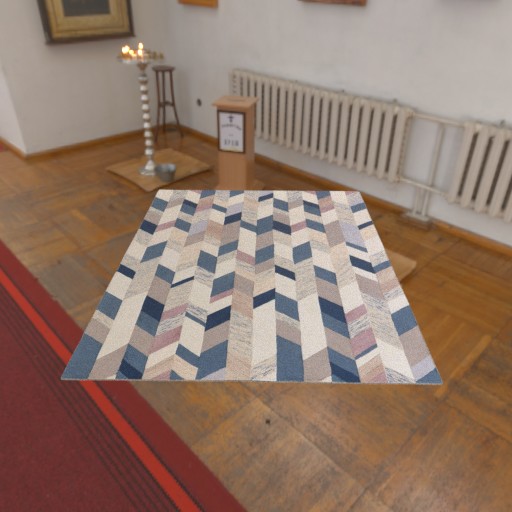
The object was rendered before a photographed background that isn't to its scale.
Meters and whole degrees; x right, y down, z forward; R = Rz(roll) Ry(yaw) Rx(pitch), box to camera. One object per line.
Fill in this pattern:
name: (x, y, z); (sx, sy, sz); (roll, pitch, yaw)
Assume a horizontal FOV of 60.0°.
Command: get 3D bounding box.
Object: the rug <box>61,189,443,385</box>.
rug: (0.000, 0.000, 4.110); (2.451, 0.011, 3.072); (1, 31, 1)
